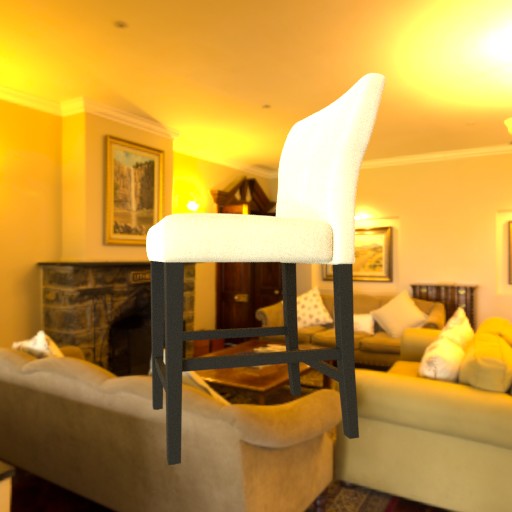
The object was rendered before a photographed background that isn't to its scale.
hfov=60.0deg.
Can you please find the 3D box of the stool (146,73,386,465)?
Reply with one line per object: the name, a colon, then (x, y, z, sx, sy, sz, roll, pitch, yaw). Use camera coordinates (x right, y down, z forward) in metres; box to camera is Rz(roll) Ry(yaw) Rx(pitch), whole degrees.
stool: (0.000, 0.000, 1.305, 0.603, 0.972, 0.514, 0, 0, -18)
